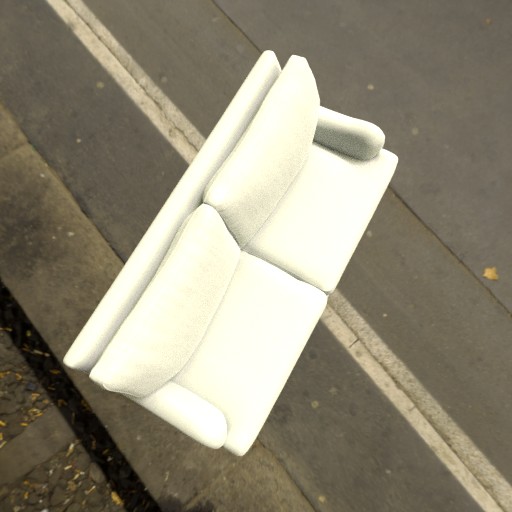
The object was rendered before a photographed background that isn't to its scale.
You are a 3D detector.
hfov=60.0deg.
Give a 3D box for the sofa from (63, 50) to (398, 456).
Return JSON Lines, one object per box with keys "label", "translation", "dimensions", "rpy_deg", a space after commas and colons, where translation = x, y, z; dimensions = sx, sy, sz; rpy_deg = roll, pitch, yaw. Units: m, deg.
{"label": "sofa", "translation": [0.000, 0.000, 2.800], "dimensions": [1.069, 1.096, 2.193], "rpy_deg": [28, 77, 7]}
